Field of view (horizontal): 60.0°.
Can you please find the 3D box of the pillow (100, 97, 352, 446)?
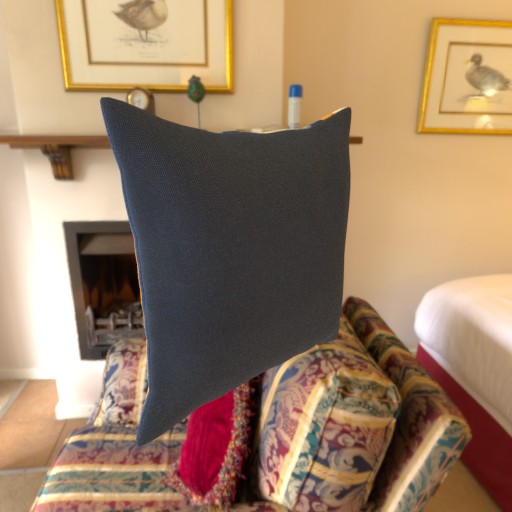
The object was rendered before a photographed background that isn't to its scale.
[{"bbox_3d":[0.000,0.000,0.694,0.463,0.454,0.173,-16,23,-42],"label":"pillow"}]
